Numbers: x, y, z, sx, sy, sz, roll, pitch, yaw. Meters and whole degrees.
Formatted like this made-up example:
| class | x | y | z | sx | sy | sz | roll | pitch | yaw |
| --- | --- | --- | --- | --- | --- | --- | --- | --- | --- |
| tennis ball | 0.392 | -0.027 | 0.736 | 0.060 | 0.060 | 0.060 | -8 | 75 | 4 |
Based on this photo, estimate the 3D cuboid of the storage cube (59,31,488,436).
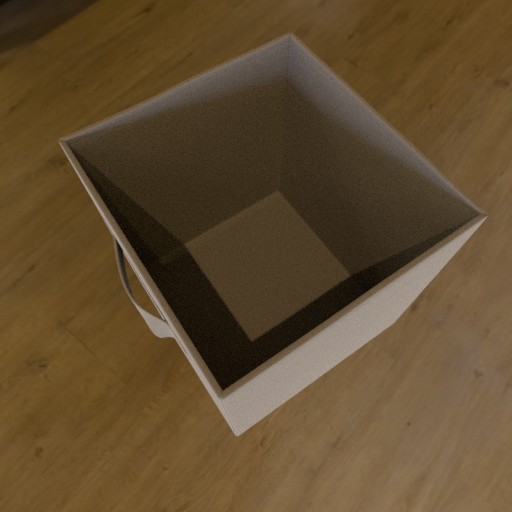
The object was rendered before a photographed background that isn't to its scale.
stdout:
| class | x | y | z | sx | sy | sz | roll | pitch | yaw |
| --- | --- | --- | --- | --- | --- | --- | --- | --- | --- |
| storage cube | 0.000 | 0.000 | 0.489 | 0.270 | 0.280 | 0.270 | -31 | 67 | -15 |
